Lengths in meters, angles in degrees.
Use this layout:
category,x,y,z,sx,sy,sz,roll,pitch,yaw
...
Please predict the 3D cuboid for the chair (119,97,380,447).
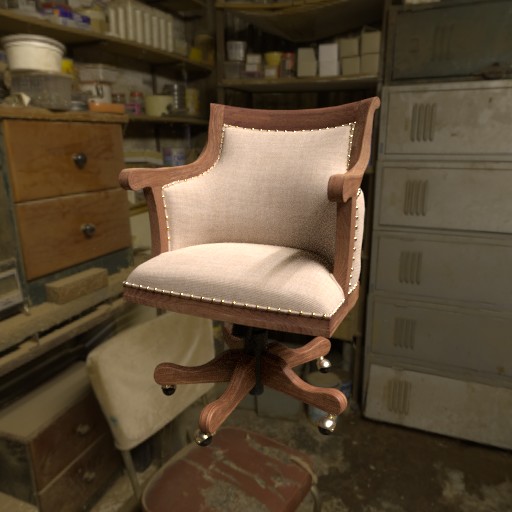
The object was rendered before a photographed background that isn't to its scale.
category,x,y,z,sx,sy,sz,roll,pitch,yaw
chair,0.000,0.000,1.393,0.656,0.965,0.689,7,16,24
